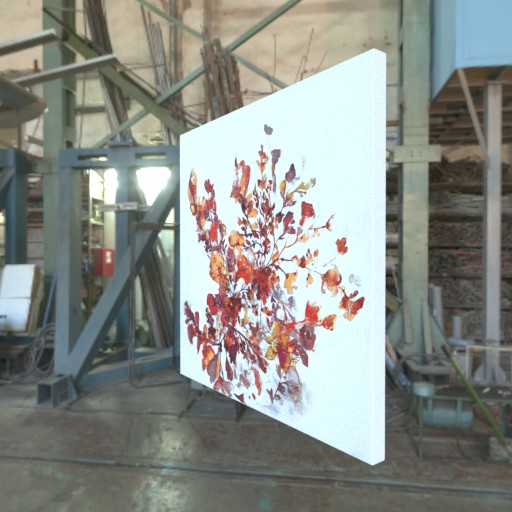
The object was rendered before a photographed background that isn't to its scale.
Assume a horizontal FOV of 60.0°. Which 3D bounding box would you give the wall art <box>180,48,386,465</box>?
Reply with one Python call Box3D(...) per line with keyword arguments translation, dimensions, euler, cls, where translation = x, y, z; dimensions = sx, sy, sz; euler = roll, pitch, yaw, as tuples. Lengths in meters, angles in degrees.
Box3D(translation=(0.000, 0.000, 1.116), dimensions=(0.037, 0.757, 0.757), euler=(-1, 1, -37), cls="wall art")
